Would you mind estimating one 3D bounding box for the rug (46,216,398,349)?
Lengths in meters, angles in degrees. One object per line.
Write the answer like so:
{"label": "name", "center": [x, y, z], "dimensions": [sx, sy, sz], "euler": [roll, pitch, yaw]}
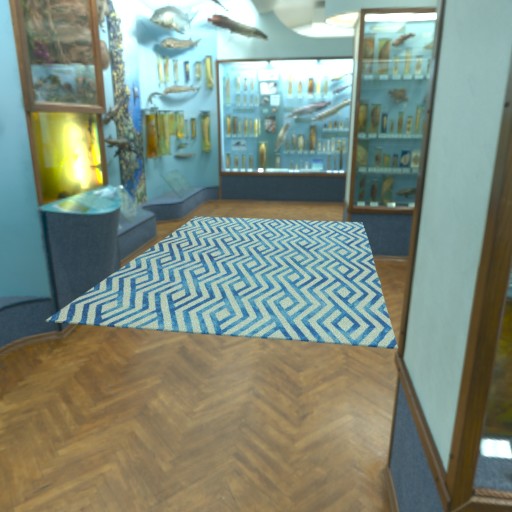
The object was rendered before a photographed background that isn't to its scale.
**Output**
{"label": "rug", "center": [0.000, 0.000, 2.356], "dimensions": [1.225, 0.008, 1.830], "euler": [3, 17, 9]}
